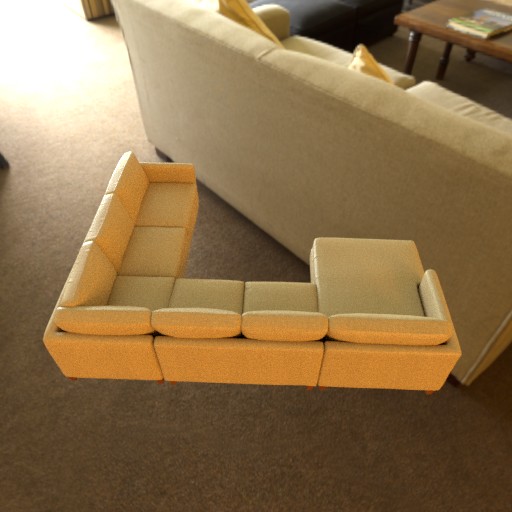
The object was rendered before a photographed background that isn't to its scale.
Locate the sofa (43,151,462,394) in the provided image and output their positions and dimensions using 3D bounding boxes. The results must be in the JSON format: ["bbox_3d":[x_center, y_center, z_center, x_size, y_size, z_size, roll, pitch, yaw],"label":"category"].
[{"bbox_3d":[0.000,0.000,4.650,3.460,0.961,2.594,2,46,2],"label":"sofa"}]
